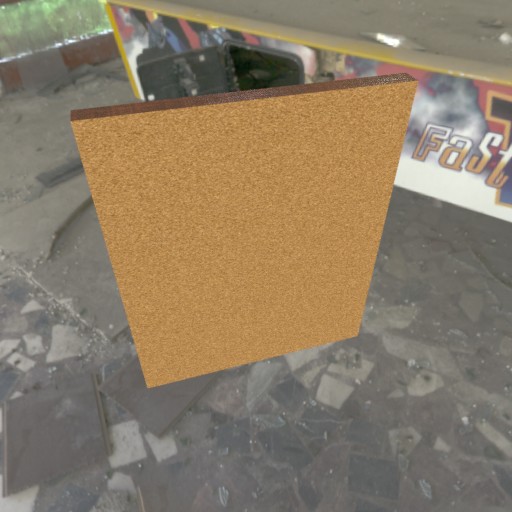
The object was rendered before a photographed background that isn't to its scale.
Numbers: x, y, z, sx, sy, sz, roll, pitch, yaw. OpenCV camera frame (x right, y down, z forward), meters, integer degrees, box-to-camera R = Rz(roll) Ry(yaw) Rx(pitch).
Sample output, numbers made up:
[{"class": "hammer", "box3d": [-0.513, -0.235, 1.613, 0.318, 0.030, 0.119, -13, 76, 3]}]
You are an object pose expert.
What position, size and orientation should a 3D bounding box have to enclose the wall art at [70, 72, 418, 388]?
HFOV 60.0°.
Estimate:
[{"class": "wall art", "box3d": [0.000, 0.000, 0.772, 0.467, 0.567, 0.033, -11, 42, -12]}]
